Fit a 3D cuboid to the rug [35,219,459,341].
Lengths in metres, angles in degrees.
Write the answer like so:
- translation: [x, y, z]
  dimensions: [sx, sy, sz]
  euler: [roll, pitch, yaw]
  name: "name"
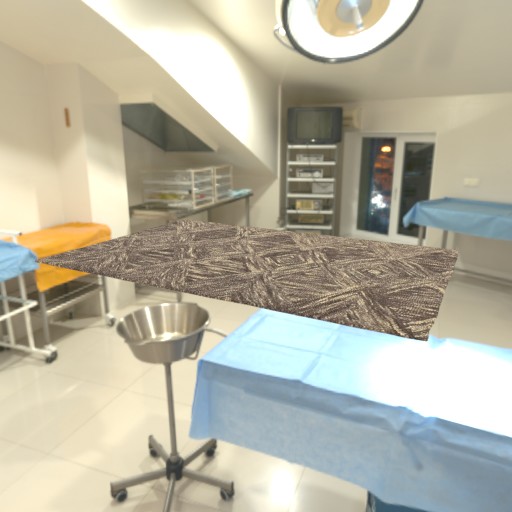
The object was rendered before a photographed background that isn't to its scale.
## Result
- translation: [0.000, 0.000, 2.251]
  dimensions: [1.814, 0.012, 1.186]
  euler: [8, 18, 27]
  name: "rug"
